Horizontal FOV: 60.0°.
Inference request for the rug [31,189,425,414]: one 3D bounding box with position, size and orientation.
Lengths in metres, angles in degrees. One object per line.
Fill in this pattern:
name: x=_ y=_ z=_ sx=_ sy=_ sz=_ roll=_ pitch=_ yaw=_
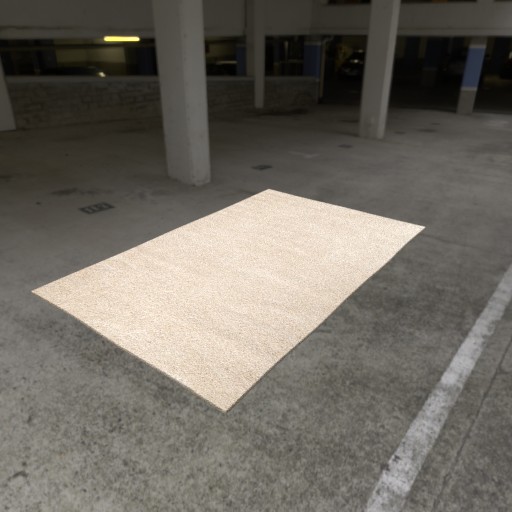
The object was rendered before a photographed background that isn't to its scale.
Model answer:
rug: x=0.000 y=0.000 z=3.008 sx=1.500 sy=0.025 sz=2.346 roll=19 pitch=33 yaw=33
